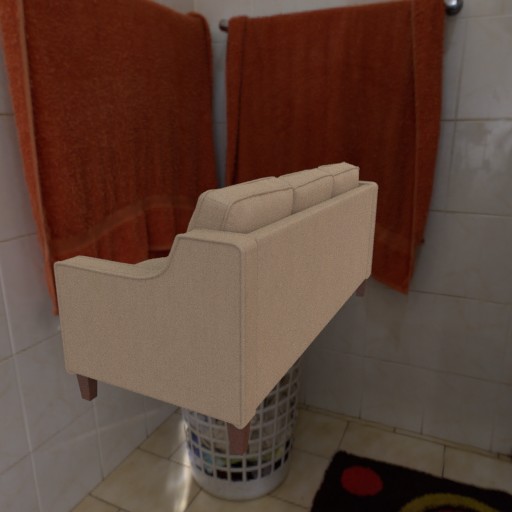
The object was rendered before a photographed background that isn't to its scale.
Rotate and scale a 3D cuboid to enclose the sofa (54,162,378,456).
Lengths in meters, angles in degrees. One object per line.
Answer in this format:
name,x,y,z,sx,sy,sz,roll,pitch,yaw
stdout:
sofa,0.000,0.000,2.525,0.911,0.974,1.986,8,17,26
